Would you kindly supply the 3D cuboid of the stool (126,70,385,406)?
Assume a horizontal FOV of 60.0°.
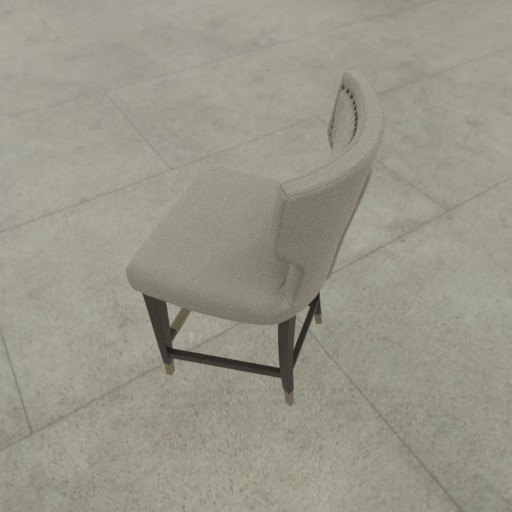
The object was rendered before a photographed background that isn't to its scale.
[{"bbox_3d":[0.000,0.000,1.337,0.563,0.982,0.527,16,50,14],"label":"stool"}]
